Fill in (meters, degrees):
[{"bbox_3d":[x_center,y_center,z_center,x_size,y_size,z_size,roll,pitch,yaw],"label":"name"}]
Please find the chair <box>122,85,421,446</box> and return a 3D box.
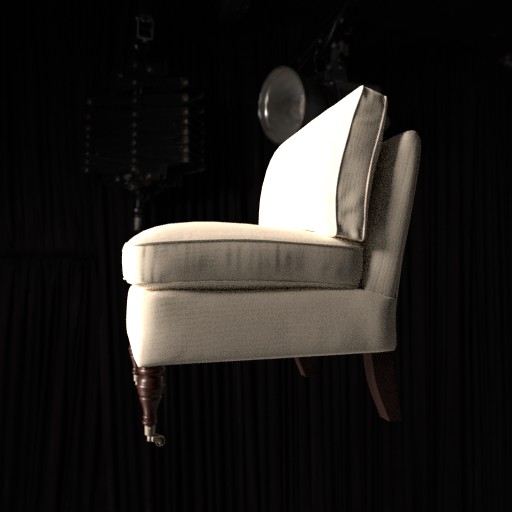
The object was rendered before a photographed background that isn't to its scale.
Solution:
[{"bbox_3d":[0.000,0.000,1.365,0.781,0.887,0.630,1,-2,-18],"label":"chair"}]
